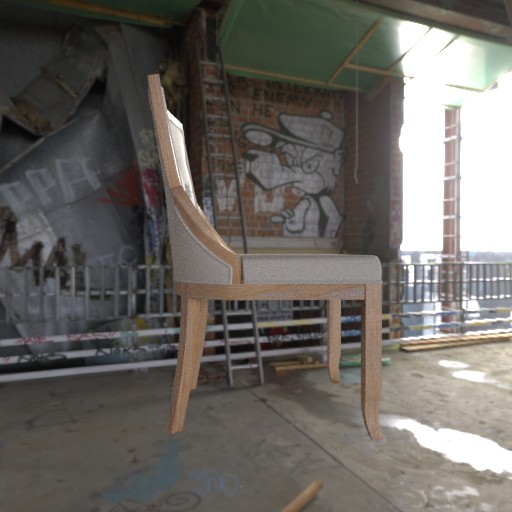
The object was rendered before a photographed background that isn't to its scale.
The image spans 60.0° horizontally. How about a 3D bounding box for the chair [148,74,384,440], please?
[{"bbox_3d":[0.000,0.000,1.386,0.641,0.947,0.524,0,1,-2],"label":"chair"}]
